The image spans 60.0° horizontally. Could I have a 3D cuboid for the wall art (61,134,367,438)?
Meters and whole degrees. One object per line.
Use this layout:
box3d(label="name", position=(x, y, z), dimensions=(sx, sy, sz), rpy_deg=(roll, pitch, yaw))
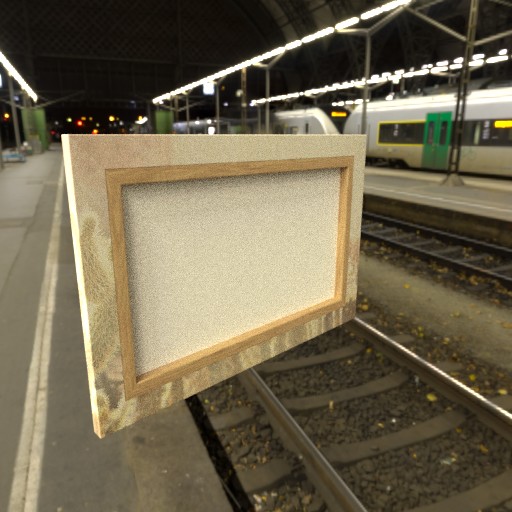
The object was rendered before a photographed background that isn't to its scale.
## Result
box3d(label="wall art", position=(0.000, 0.000, 1.437), dimensions=(1.142, 0.758, 0.041), rpy_deg=(-14, 21, -42))
